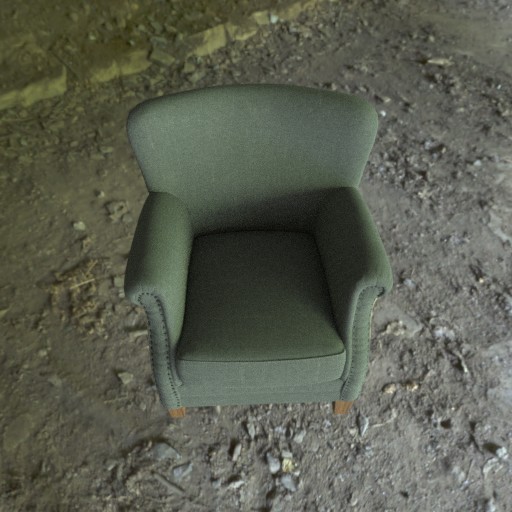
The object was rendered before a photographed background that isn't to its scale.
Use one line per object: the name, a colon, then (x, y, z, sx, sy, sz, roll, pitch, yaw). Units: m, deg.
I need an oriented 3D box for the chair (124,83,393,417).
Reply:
chair: (0.000, 0.000, 1.637, 0.861, 0.936, 0.921, -2, 46, -2)
